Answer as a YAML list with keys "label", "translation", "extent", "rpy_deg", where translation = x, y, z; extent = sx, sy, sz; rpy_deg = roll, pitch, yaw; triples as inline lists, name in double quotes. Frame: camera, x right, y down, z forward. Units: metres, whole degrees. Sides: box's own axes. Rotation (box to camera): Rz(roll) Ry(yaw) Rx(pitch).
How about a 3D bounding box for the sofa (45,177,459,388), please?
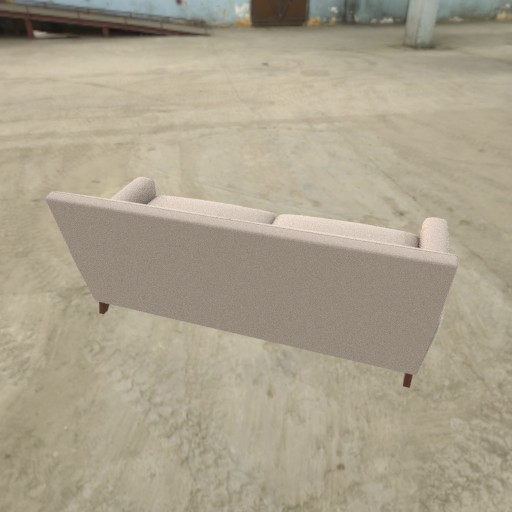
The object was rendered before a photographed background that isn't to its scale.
- label: "sofa"
  translation: [0.000, 0.000, 2.489]
  extent: [2.000, 0.846, 0.875]
  rpy_deg: [10, 34, 16]
